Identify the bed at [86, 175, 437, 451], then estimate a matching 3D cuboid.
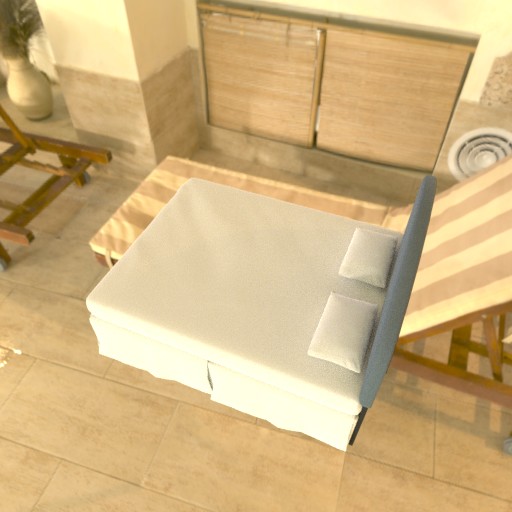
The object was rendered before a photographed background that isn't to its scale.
[{"bbox_3d":[0.000,0.000,3.115,2.005,1.410,1.607,17,49,15],"label":"bed"}]
